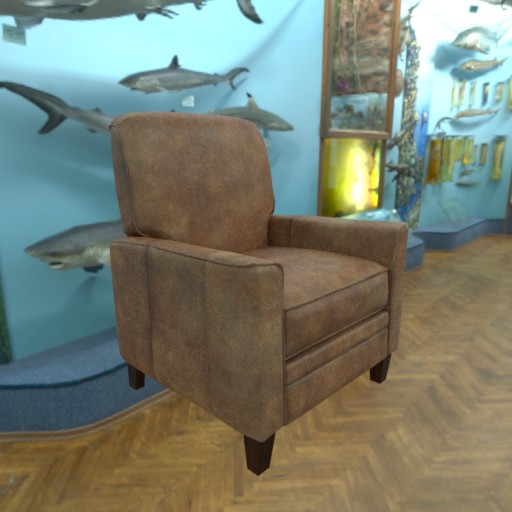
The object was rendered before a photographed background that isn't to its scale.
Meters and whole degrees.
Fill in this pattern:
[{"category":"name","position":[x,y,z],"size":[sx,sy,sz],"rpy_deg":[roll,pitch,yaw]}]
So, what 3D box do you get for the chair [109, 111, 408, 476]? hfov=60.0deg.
[{"category":"chair","position":[0.000,0.000,1.646],"size":[0.836,1.043,0.843],"rpy_deg":[13,19,42]}]
